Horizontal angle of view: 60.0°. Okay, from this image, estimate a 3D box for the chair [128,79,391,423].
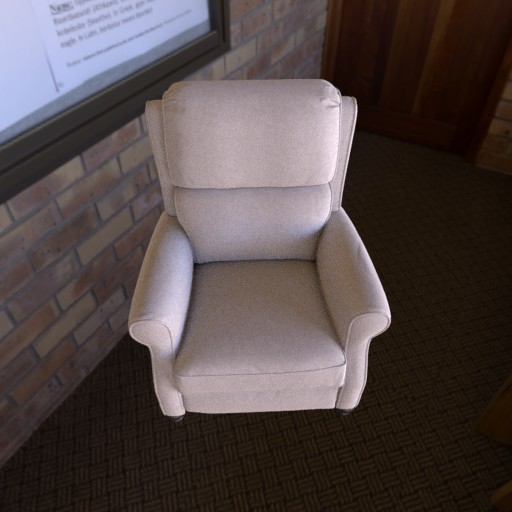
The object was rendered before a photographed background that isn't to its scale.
[{"bbox_3d":[0.000,0.000,1.712,0.859,1.046,0.919,-2,45,-2],"label":"chair"}]
